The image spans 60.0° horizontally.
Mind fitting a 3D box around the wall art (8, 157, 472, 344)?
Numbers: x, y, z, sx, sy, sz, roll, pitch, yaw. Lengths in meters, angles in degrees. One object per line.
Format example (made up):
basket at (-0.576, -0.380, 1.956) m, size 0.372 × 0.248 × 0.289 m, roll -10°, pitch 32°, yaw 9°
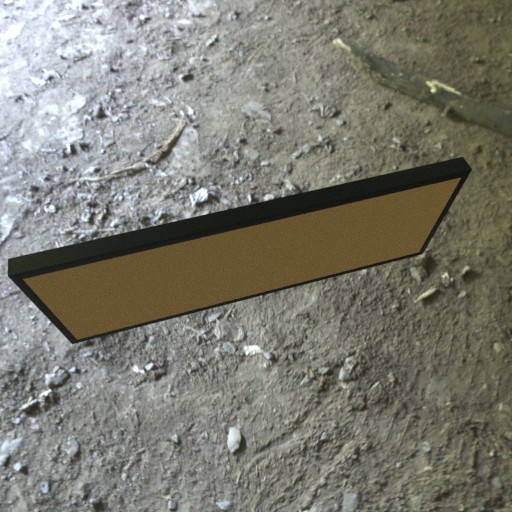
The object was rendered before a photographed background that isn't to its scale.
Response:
wall art at (0.000, 0.000, 0.930) m, size 0.860 × 0.303 × 0.037 m, roll -14°, pitch 59°, yaw -9°
